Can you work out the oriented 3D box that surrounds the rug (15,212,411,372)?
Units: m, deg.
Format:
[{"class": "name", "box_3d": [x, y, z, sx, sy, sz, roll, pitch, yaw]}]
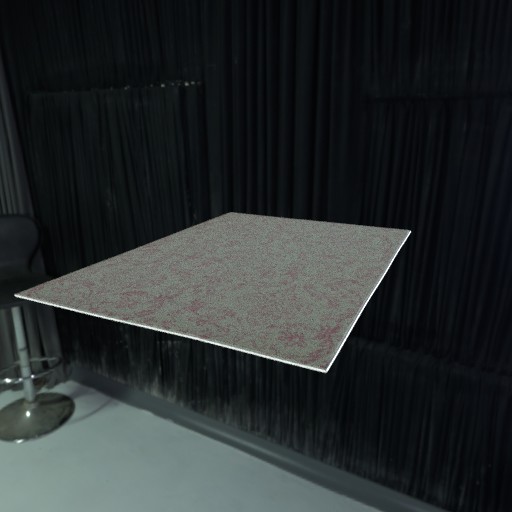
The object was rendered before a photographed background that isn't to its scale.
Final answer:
[{"class": "rug", "box_3d": [0.000, 0.000, 2.806, 1.598, 0.014, 2.202, 8, 19, 24]}]
